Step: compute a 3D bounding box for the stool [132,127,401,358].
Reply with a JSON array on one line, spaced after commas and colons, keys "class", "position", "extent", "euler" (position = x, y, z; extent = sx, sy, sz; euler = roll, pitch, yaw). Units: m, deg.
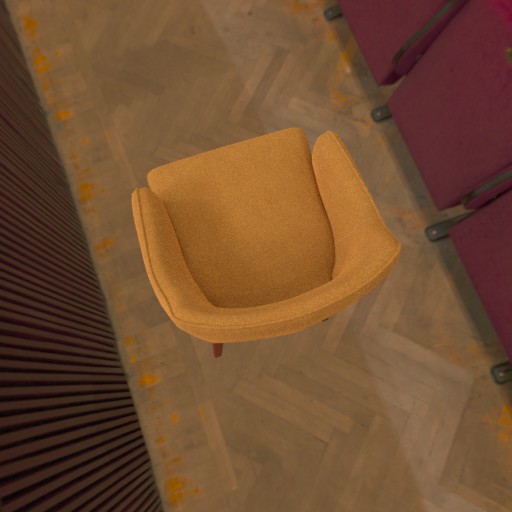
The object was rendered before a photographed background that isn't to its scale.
[{"class": "stool", "position": [0.000, 0.000, 1.314], "extent": [0.548, 1.012, 0.558], "euler": [-18, 75, -5]}]
